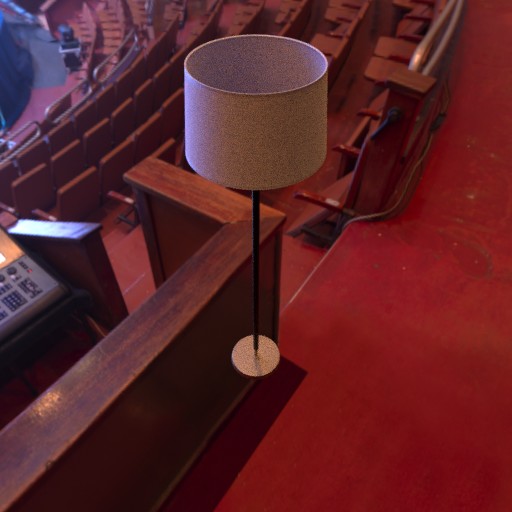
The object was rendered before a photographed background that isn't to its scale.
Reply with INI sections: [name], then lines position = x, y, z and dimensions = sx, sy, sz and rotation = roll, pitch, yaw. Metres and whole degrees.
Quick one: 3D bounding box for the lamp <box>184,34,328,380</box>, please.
[lamp]
position = 0.000, 0.000, 1.664
dimensions = 0.420, 1.447, 0.420
rotation = 0, 46, 0
